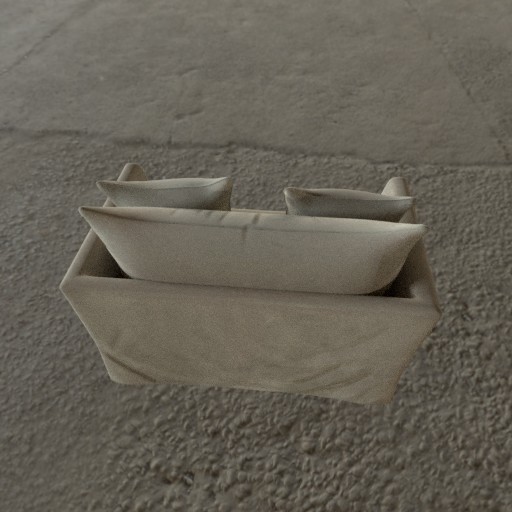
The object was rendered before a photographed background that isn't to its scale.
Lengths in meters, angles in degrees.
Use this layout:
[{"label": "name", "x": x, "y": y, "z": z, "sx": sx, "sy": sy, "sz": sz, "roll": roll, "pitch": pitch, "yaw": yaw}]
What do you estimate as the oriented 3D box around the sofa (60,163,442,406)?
[{"label": "sofa", "x": 0.000, "y": 0.000, "z": 2.322, "sx": 1.608, "sy": 1.040, "sz": 1.035, "roll": 4, "pitch": 45, "yaw": 4}]
